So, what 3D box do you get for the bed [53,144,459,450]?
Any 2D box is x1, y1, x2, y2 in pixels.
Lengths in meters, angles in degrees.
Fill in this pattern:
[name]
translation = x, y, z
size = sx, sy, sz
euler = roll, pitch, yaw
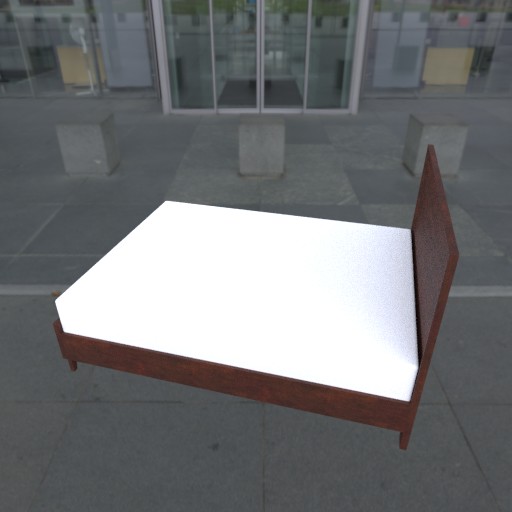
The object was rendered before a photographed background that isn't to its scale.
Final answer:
[bed]
translation = 0.000, 0.000, 3.068
size = 2.184, 1.270, 1.600
euler = 8, 32, 13
